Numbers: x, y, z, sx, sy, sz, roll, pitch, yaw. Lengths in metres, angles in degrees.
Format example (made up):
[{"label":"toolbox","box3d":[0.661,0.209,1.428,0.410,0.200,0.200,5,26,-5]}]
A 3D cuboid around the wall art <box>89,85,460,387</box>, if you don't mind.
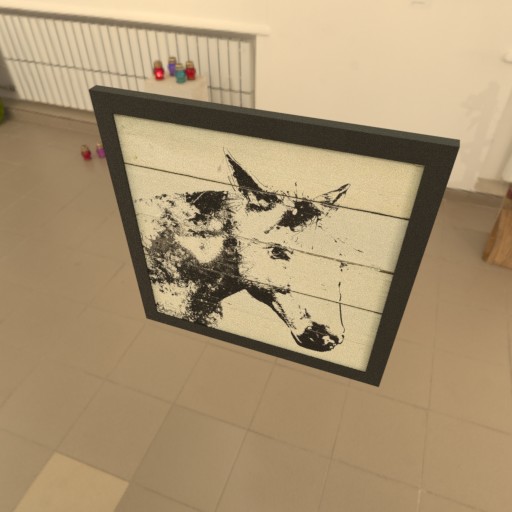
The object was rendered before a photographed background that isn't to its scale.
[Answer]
[{"label":"wall art","box3d":[0.000,0.000,1.505,1.016,1.016,0.038,13,44,15]}]
